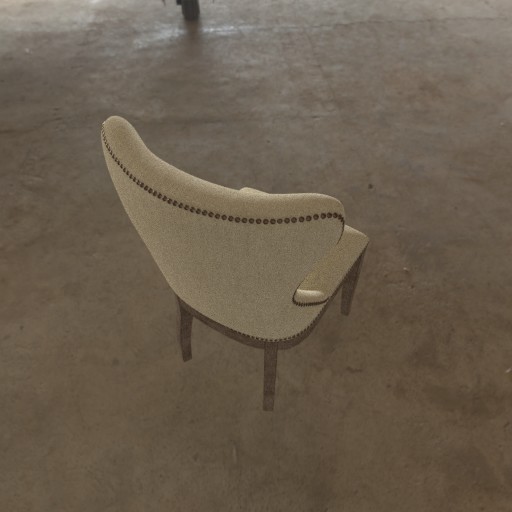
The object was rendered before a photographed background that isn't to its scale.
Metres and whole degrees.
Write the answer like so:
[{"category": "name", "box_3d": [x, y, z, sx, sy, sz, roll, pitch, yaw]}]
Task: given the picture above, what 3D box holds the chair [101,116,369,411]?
[{"category": "chair", "box_3d": [0.000, 0.000, 1.444, 0.654, 1.002, 0.681, 25, 52, 21]}]
